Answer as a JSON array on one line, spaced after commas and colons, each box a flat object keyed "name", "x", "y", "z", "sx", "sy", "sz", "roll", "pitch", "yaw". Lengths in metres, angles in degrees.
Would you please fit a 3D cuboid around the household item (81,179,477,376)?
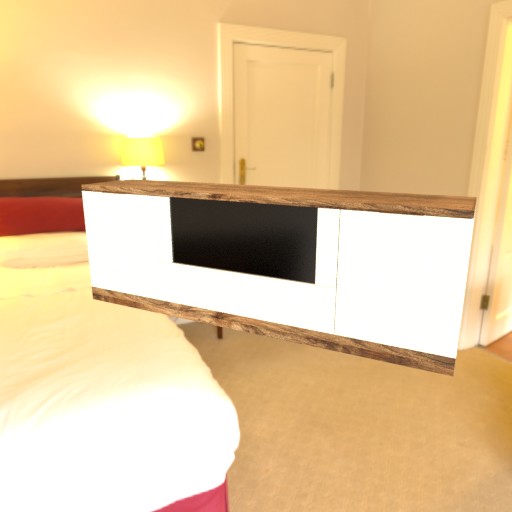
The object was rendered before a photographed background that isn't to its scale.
[{"name": "household item", "x": 0.000, "y": 0.000, "z": 2.091, "sx": 1.800, "sy": 0.615, "sz": 0.390, "roll": 7, "pitch": 17, "yaw": 26}]
